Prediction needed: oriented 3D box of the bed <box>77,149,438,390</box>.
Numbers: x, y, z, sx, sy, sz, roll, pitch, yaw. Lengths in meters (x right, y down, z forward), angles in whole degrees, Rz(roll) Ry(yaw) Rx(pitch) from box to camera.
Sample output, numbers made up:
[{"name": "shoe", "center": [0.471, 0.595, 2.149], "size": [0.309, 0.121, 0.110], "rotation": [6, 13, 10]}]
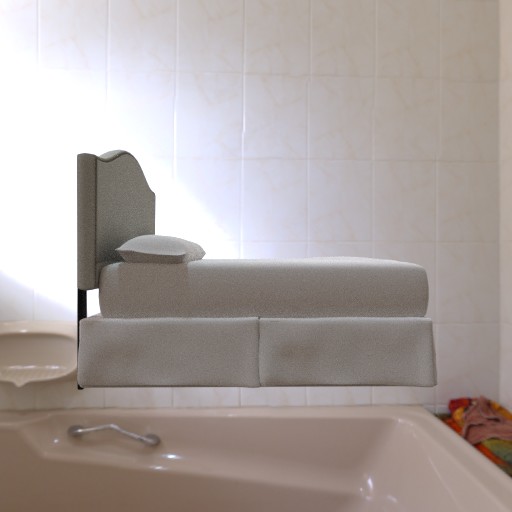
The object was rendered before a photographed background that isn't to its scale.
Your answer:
[{"name": "bed", "center": [0.000, 0.000, 3.474], "size": [2.180, 1.607, 1.813], "rotation": [0, 0, -1]}]
